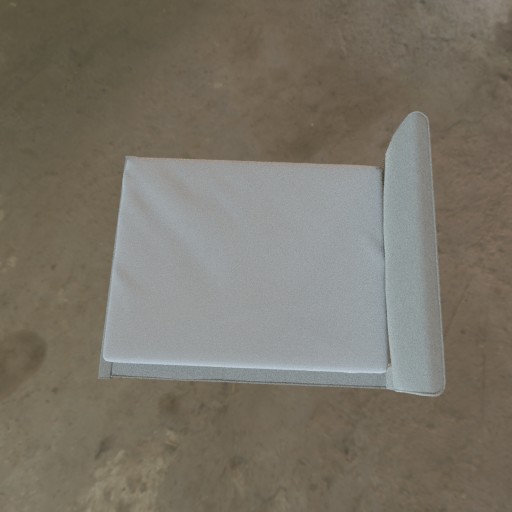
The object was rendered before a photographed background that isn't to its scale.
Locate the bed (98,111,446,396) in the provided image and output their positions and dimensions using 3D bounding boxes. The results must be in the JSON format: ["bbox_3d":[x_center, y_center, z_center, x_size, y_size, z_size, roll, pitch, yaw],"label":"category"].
[{"bbox_3d":[0.000,0.000,3.499,2.498,1.126,1.980,2,75,1],"label":"bed"}]
